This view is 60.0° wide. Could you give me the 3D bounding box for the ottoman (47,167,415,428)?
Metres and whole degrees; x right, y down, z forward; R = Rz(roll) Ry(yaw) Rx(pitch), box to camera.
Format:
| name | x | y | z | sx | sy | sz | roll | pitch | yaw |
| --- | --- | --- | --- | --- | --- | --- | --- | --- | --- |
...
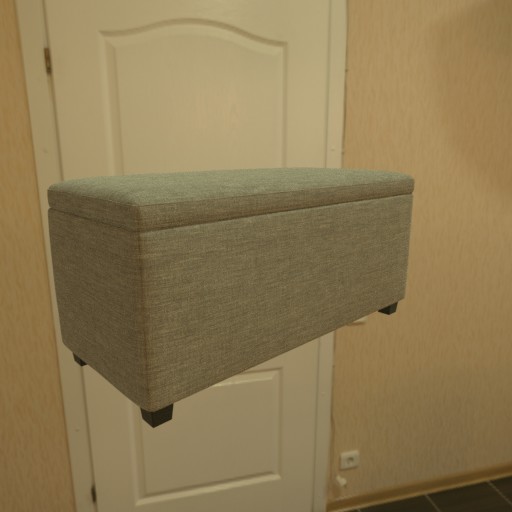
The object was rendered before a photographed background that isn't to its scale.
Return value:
| name | x | y | z | sx | sy | sz | roll | pitch | yaw |
| --- | --- | --- | --- | --- | --- | --- | --- | --- | --- |
| ottoman | 0.000 | 0.000 | 1.149 | 0.902 | 0.432 | 0.419 | -13 | 19 | -42 |
